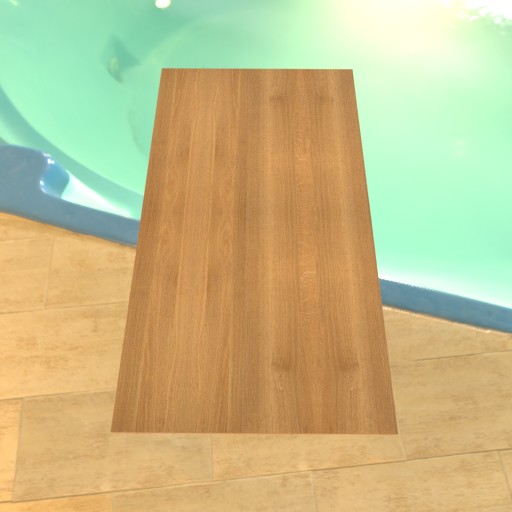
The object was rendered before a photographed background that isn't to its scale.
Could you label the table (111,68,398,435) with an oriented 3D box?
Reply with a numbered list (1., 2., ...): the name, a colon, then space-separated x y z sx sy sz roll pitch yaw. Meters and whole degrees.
1. table: 0.000 0.000 2.074 0.900 0.750 1.600 0 64 0
